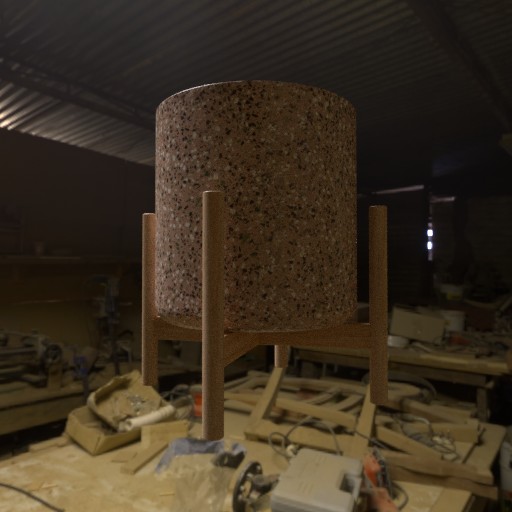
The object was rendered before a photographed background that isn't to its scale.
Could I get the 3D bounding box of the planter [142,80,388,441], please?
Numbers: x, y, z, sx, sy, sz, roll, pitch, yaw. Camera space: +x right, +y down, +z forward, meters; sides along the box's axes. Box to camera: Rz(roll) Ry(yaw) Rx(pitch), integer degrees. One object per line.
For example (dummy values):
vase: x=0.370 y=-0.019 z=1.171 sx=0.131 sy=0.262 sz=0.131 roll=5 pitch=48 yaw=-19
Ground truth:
planter: x=0.000 y=0.000 z=0.683 sx=0.360 sy=0.419 sz=0.360 roll=-1 pitch=-1 yaw=38
